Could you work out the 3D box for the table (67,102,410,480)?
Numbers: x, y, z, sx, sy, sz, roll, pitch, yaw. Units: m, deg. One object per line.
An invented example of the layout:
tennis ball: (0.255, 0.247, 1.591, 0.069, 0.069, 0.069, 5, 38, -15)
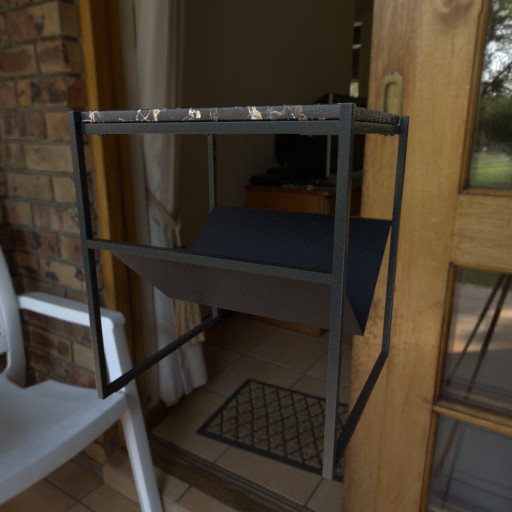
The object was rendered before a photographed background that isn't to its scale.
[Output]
table: (0.000, 0.000, 0.871, 0.469, 0.534, 0.432, 8, 17, 26)
